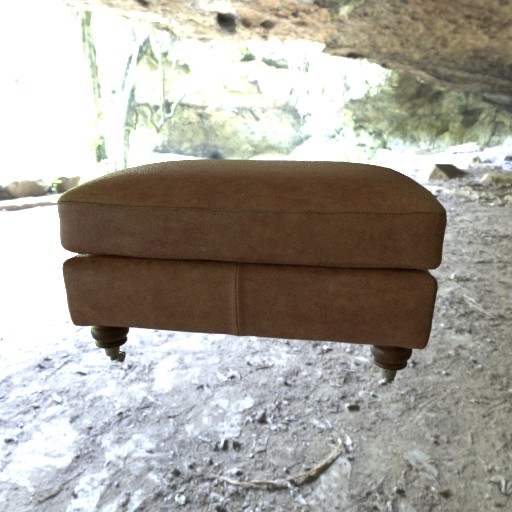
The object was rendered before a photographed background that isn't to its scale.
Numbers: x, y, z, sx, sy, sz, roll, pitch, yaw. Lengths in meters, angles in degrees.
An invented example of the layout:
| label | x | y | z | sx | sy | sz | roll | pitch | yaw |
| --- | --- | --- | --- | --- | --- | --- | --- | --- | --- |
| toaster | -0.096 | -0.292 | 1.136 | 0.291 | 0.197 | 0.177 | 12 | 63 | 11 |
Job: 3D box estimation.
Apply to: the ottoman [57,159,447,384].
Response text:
| label | x | y | z | sx | sy | sz | roll | pitch | yaw |
| --- | --- | --- | --- | --- | --- | --- | --- | --- | --- |
| ottoman | 0.000 | 0.000 | 1.209 | 0.852 | 0.507 | 0.565 | 2 | 17 | 8 |
